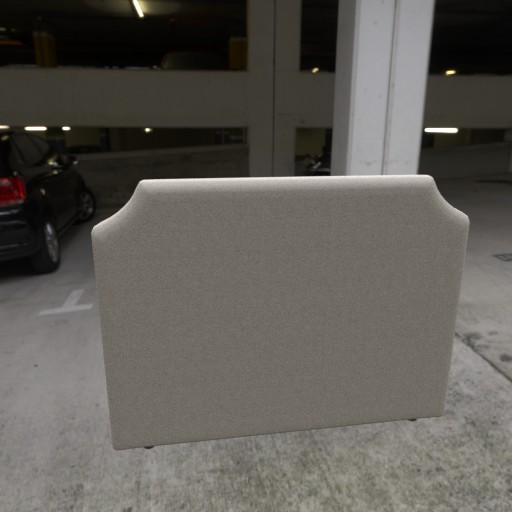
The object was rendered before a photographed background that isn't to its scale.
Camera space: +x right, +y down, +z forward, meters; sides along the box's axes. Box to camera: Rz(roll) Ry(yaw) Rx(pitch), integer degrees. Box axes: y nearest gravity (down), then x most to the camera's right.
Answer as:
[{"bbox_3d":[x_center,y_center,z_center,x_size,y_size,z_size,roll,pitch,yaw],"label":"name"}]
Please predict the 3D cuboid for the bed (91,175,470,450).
[{"bbox_3d":[0.000,0.000,3.026,1.693,1.290,2.116,-3,17,-8],"label":"bed"}]
